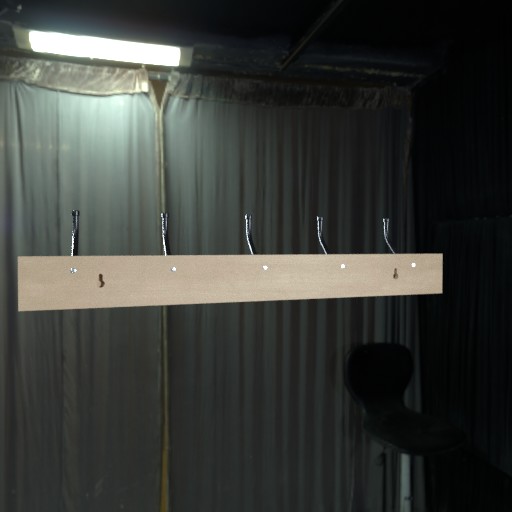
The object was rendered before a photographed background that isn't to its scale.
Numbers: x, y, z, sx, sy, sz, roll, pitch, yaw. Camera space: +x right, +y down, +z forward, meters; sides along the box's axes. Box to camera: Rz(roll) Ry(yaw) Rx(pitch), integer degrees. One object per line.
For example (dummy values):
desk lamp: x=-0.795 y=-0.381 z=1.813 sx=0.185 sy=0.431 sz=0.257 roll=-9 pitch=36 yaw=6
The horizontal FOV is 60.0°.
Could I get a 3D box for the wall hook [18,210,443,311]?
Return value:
wall hook: x=0.000 y=0.000 z=0.608 sx=0.571 sy=0.117 sz=0.071 roll=0 pitch=1 yaw=-19
